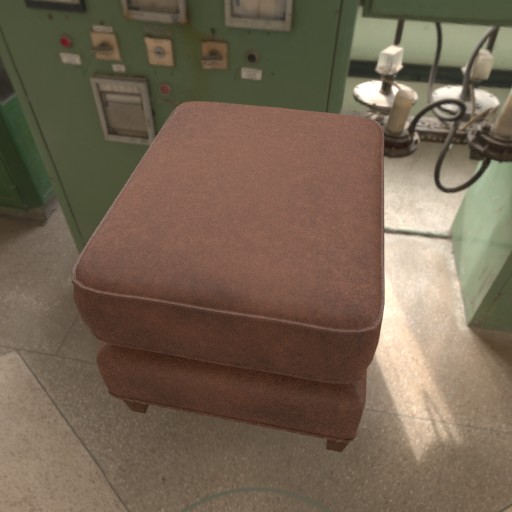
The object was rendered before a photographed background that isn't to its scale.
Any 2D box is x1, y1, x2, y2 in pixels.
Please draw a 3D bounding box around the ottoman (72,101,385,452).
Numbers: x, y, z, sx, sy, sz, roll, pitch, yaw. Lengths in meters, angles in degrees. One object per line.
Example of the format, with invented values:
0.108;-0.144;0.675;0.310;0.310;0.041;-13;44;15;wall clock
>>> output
0.000;0.000;1.131;0.589;0.537;0.738;8;47;8;ottoman
